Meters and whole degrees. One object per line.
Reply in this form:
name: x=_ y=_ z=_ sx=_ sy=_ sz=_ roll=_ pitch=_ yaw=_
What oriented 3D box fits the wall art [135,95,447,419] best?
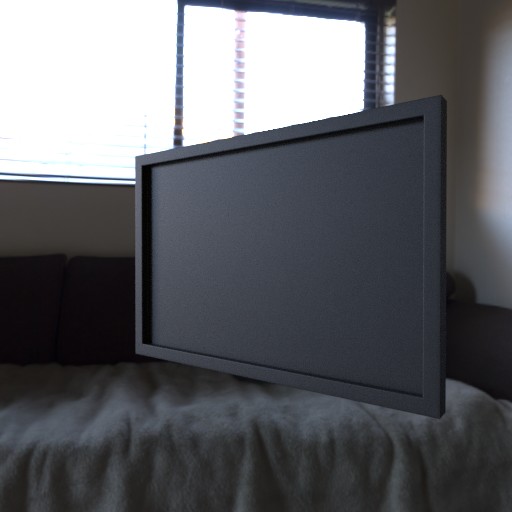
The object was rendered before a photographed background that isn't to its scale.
wall art: x=0.000 y=0.000 z=0.552 sx=0.443 sy=0.301 sz=0.021 roll=0 pitch=1 yaw=37
